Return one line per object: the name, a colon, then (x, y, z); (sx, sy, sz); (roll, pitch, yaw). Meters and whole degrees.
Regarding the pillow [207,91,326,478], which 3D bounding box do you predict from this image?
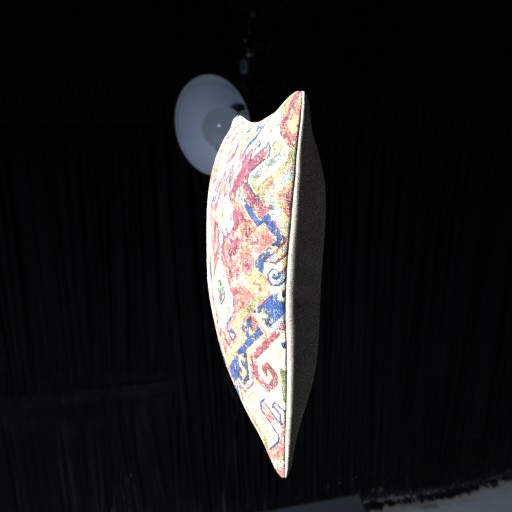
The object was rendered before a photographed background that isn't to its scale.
pillow: (0.000, 0.000, 0.793); (0.166, 0.506, 0.523); (-3, 15, -10)
